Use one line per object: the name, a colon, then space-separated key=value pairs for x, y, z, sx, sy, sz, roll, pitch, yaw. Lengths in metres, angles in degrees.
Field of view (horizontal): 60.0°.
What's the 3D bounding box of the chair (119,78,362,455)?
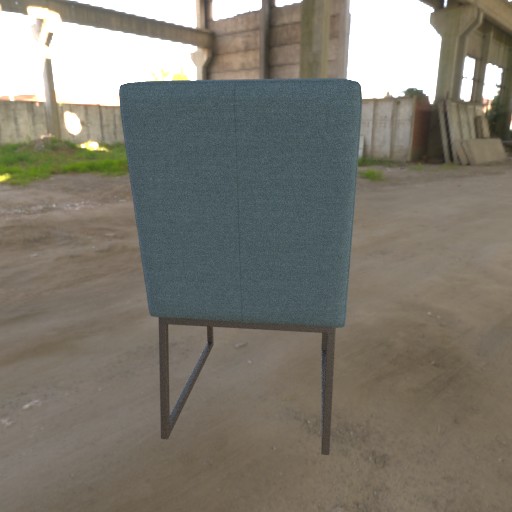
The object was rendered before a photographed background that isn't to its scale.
chair: x=0.000 y=0.000 z=1.312 sx=0.520 sy=0.930 sz=0.634 roll=2 pitch=17 yaw=8
